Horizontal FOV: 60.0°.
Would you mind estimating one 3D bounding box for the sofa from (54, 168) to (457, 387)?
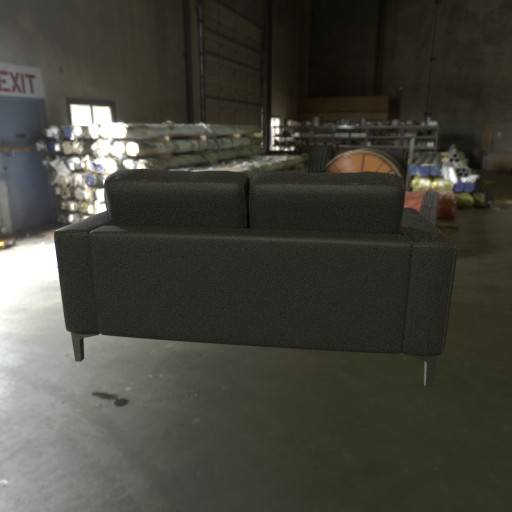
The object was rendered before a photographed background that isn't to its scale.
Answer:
[{"bbox_3d":[0.000,0.000,2.257,1.726,0.893,0.833,2,16,7],"label":"sofa"}]
